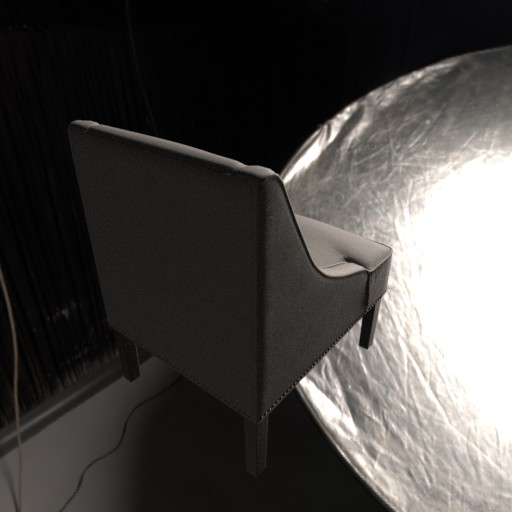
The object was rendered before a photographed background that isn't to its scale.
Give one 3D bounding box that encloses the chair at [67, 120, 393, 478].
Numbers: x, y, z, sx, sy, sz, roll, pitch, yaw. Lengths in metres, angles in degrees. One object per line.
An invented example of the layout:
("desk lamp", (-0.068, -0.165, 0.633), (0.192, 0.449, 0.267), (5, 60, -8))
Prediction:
("chair", (0.000, 0.000, 1.385), (0.631, 0.867, 0.747), (22, 37, 33))
